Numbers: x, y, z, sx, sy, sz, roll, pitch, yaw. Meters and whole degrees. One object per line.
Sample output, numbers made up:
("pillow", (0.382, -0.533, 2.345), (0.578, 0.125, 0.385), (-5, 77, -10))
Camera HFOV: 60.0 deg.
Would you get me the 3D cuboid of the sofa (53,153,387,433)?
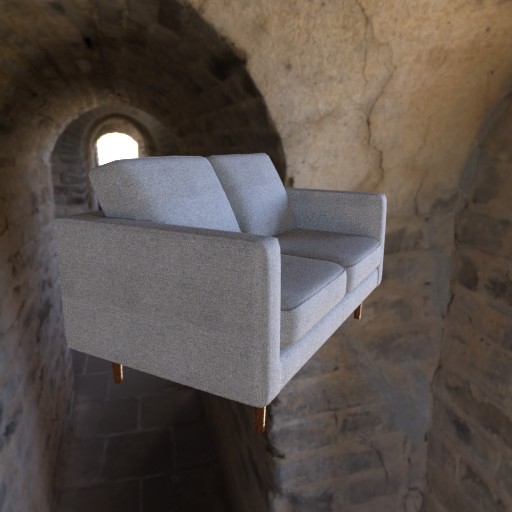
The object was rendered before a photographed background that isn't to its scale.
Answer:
("sofa", (0.000, 0.000, 2.202), (0.969, 0.973, 1.527), (8, 16, 28))
